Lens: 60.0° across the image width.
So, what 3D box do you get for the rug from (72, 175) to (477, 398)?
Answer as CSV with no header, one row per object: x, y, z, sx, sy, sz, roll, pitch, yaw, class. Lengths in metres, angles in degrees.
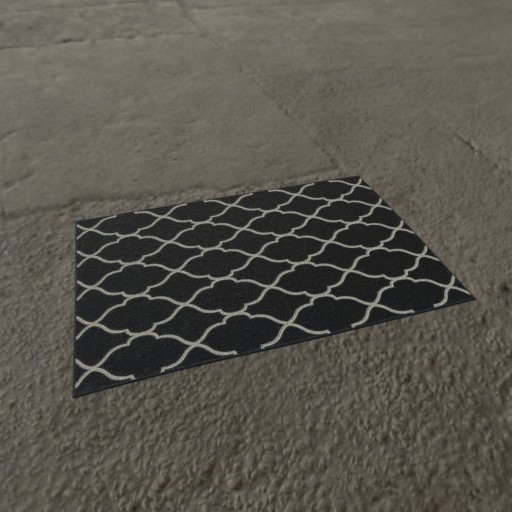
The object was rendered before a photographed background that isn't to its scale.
0.000,0.000,2.921,2.290,0.014,1.526,-11,41,-13,rug
